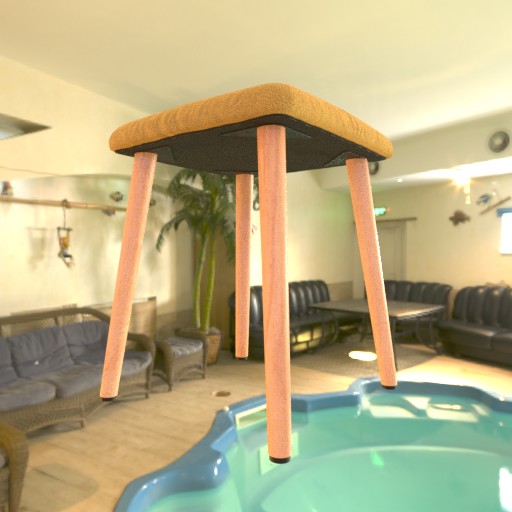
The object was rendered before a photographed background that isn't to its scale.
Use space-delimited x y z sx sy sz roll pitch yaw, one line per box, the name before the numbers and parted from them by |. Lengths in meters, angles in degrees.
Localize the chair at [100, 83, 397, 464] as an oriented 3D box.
chair | 0.000 0.000 0.708 0.350 0.440 0.350 1 1 38
